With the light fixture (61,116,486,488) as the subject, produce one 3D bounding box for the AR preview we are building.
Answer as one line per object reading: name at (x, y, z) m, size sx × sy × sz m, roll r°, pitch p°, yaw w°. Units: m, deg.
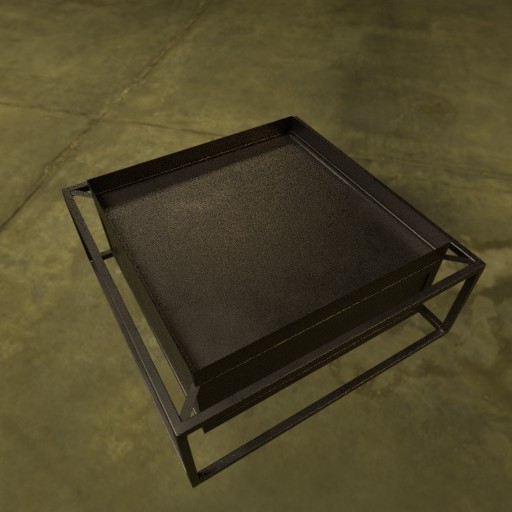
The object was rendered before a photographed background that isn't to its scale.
light fixture at (0.000, 0.000, 0.680) m, size 0.441 × 0.191 × 0.441 m, roll -23°, pitch 51°, yaw -20°
